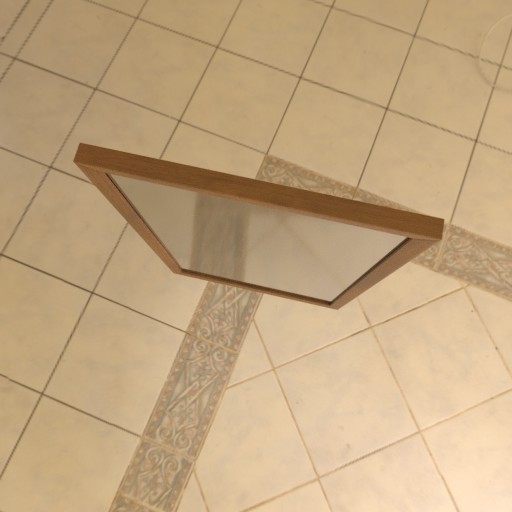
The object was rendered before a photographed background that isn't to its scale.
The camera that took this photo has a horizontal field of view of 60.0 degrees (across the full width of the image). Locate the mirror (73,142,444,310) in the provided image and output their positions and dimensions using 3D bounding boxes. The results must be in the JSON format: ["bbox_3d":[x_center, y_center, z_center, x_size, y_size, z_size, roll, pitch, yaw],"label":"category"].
[{"bbox_3d":[0.000,0.000,1.162,0.609,0.915,0.040,12,76,3],"label":"mirror"}]
